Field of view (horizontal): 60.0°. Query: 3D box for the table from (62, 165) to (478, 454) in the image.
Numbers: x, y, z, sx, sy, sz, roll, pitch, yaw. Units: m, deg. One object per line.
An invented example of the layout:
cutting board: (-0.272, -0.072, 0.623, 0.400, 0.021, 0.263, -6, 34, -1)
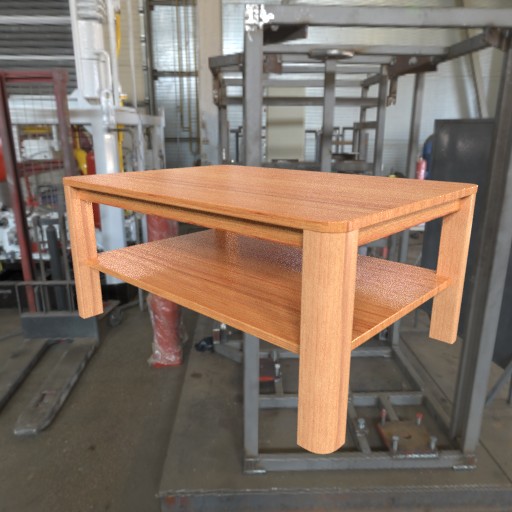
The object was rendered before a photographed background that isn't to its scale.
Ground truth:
table: (0.000, 0.000, 1.322, 0.997, 0.445, 0.696, 14, 21, 41)
